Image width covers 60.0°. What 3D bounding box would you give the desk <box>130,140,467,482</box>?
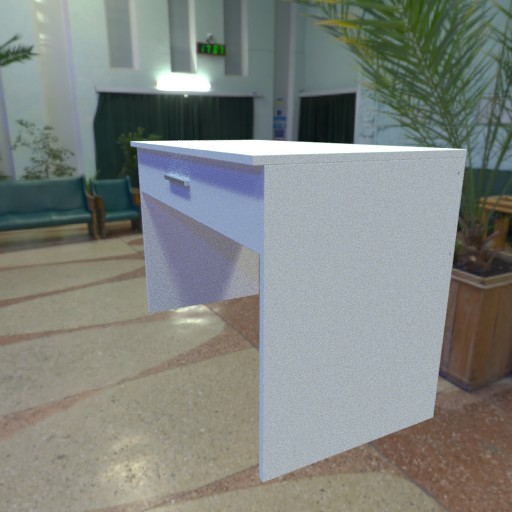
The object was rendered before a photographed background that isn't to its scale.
[{"bbox_3d":[0.000,0.000,1.494,0.560,0.730,1.100,-8,18,-25],"label":"desk"}]
